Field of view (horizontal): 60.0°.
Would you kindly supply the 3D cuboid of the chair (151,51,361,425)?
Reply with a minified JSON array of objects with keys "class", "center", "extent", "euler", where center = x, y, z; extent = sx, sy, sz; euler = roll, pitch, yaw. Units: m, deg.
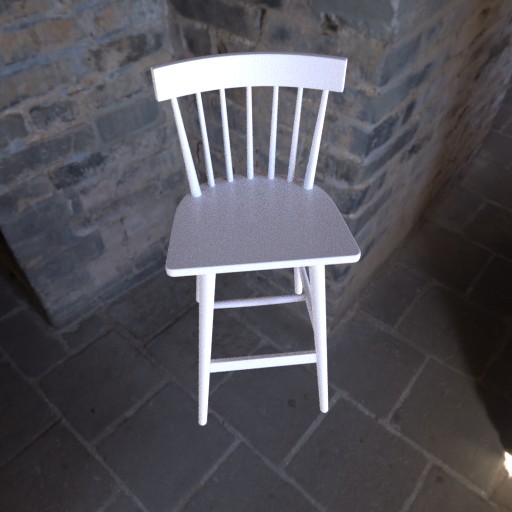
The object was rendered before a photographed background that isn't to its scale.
[{"class":"chair","center":[0.000,0.000,1.372],"extent":[0.483,1.092,0.572],"euler":[-4,47,-4]}]
